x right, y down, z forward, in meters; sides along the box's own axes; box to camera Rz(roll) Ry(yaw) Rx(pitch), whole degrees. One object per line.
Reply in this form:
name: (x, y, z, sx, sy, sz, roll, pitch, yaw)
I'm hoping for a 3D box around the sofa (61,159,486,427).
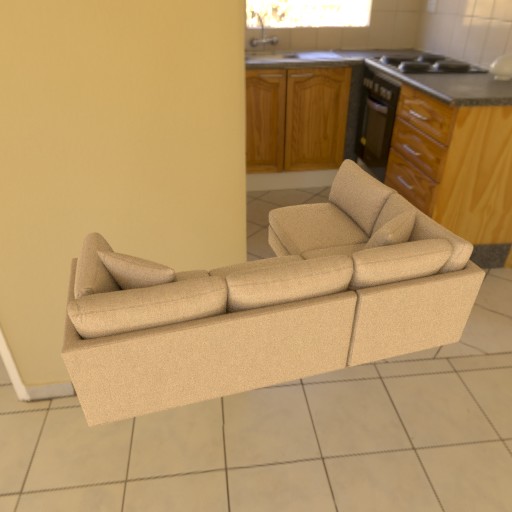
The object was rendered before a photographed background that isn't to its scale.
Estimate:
sofa: (0.000, 0.000, 3.762, 2.896, 0.978, 1.994, -9, 33, -14)
